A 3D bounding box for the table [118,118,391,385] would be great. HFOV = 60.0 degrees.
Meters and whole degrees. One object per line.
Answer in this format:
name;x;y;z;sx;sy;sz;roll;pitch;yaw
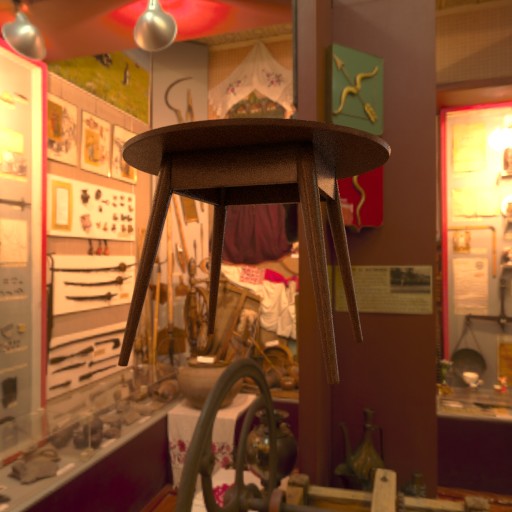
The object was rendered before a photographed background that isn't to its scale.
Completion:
table;0.000;0.000;1.804;1.053;0.786;1.053;0;-1;0
